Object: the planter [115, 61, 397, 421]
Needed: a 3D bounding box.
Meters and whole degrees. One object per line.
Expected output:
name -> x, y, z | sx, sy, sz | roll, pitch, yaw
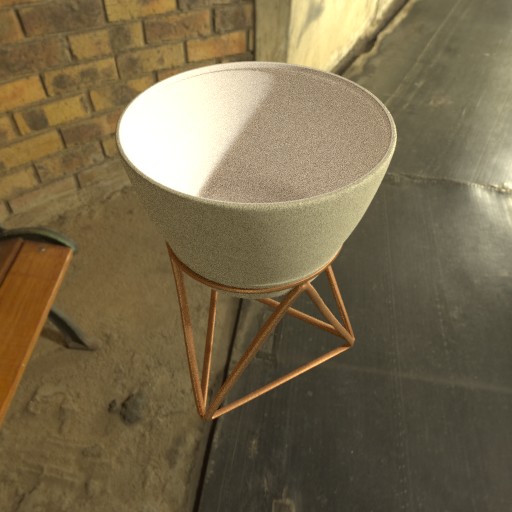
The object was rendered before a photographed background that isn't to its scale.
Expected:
planter -> 0.000, 0.000, 0.743 | 0.350, 0.504, 0.350 | -22, 50, -20
